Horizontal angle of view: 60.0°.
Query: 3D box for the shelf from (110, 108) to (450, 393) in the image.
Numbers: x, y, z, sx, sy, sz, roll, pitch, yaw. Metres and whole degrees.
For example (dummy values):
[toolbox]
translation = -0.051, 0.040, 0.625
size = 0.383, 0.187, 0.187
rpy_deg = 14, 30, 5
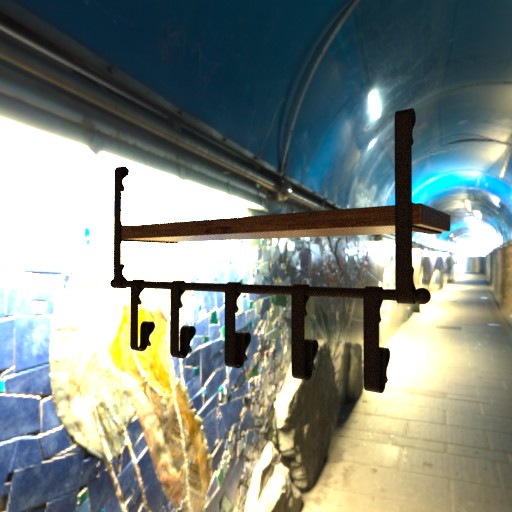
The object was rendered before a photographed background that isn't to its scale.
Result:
[shelf]
translation = 0.000, 0.000, 0.709
size = 0.567, 0.330, 0.146
rpy_deg = -1, -1, 36
